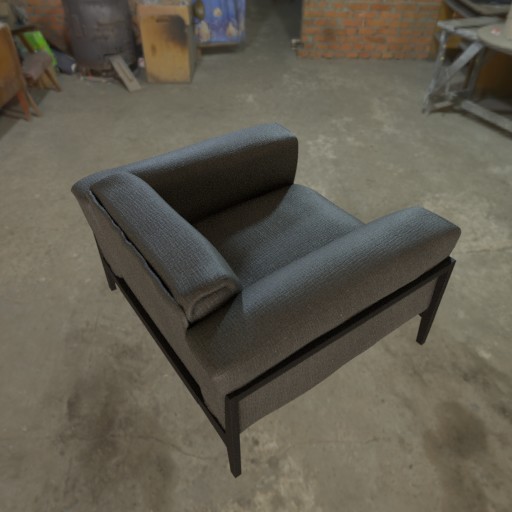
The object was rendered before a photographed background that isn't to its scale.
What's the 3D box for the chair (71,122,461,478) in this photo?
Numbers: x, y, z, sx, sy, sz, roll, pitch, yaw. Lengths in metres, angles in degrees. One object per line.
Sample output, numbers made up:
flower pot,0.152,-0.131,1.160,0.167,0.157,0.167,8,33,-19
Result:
chair,0.000,0.000,1.673,0.969,0.646,1.056,-25,46,-26
